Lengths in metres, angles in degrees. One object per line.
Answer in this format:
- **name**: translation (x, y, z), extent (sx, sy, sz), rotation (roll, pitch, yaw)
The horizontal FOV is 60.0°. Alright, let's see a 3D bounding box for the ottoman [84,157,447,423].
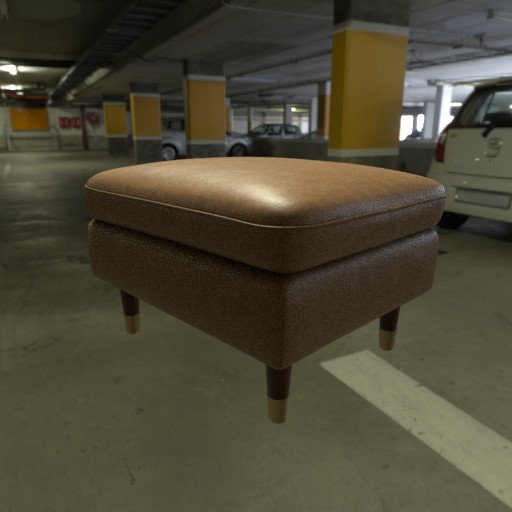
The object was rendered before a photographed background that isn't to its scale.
- **ottoman**: translation (0.000, 0.000, 1.120), extent (0.593, 0.478, 0.747), rotation (-15, 22, -43)
